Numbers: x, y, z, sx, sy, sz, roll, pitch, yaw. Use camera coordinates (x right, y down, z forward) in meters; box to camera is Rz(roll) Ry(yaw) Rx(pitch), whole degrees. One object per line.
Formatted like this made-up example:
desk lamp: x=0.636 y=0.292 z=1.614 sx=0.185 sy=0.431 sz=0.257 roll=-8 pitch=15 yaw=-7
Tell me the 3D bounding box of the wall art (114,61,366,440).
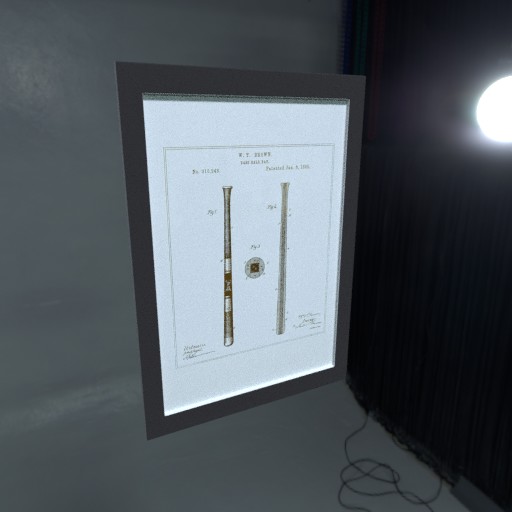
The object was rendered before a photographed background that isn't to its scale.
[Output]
wall art: x=0.000 y=0.000 z=0.679 sx=0.374 sy=0.529 sz=0.012 roll=-8 pitch=19 yaw=-26
